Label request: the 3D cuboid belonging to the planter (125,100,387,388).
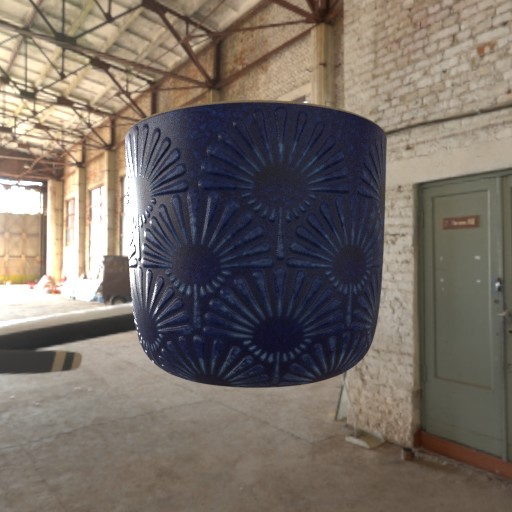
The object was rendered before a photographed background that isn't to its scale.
[{"bbox_3d":[0.000,0.000,0.218,0.124,0.109,0.124,0,-1,0],"label":"planter"}]
